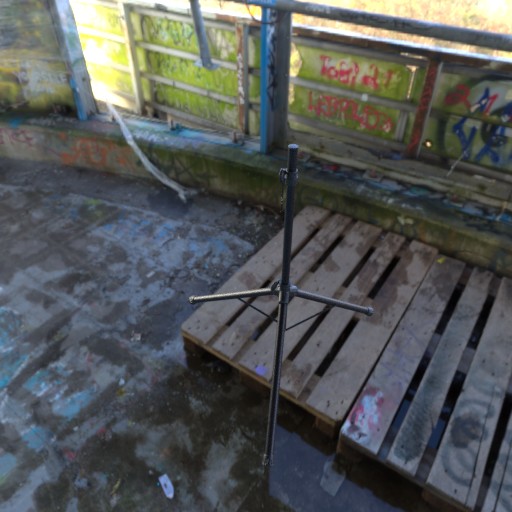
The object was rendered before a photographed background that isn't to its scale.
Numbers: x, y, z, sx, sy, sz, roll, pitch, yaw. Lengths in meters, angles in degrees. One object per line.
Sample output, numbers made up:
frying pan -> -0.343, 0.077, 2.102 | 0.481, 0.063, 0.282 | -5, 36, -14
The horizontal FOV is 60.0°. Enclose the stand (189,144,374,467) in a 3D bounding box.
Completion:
stand -> 0.000, 0.000, 1.943 | 0.907, 1.136, 1.045 | 26, 47, 27
